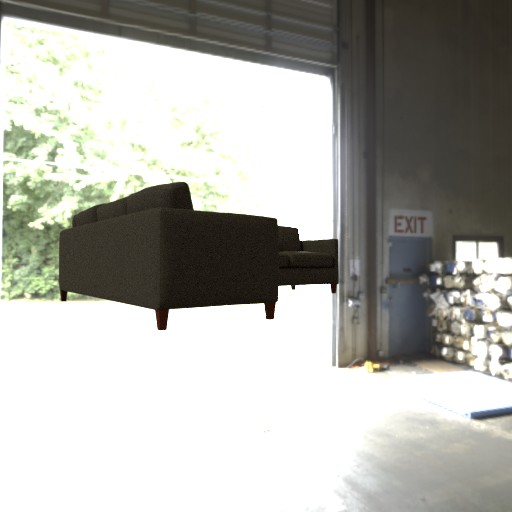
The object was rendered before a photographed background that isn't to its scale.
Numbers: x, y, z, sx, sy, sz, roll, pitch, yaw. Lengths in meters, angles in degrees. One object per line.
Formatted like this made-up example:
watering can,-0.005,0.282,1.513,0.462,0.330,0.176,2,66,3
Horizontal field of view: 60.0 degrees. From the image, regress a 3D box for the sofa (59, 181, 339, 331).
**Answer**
sofa,0.000,0.000,4.591,3.302,0.947,2.593,1,-1,-36
